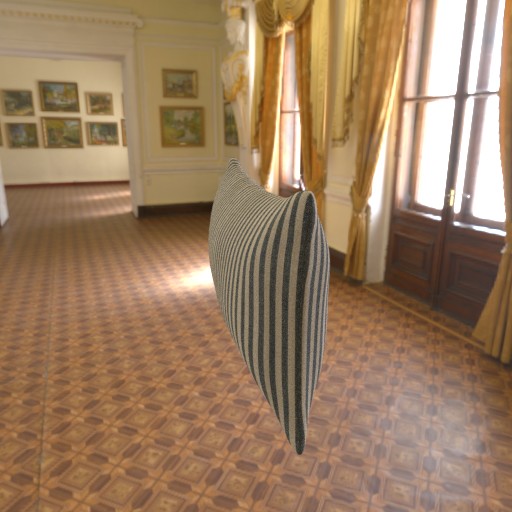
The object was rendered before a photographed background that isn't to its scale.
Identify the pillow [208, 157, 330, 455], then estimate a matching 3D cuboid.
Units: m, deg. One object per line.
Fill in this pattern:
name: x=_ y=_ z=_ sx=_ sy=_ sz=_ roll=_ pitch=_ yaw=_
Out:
pillow: x=0.000 y=0.000 z=0.745 sx=0.151 sy=0.295 sz=0.617 roll=-3 pitch=16 yaw=-9
